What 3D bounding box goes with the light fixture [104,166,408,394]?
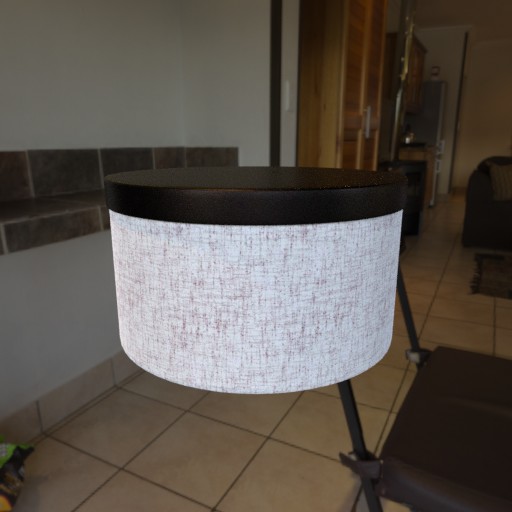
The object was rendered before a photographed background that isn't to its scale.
[{"bbox_3d":[0.000,0.000,0.626,0.389,0.229,0.389,0,15,0],"label":"light fixture"}]
